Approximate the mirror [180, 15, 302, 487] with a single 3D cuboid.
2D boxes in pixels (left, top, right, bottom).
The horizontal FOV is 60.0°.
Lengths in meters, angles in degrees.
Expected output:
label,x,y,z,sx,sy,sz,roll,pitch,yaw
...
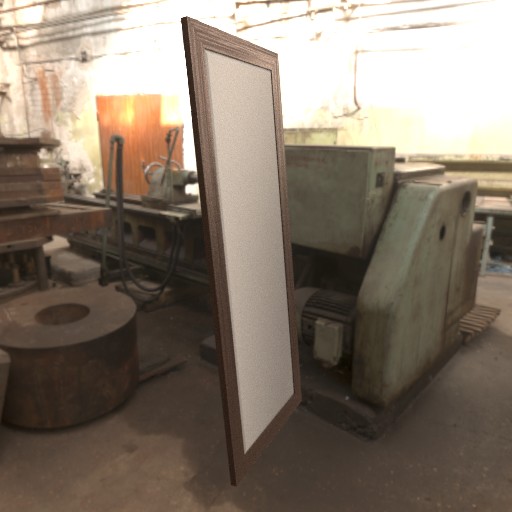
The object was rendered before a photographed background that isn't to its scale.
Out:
label,x,y,z,sx,sy,sz,roll,pitch,yaw
mirror,0.000,0.000,2.220,0.221,2.020,0.812,7,16,27
